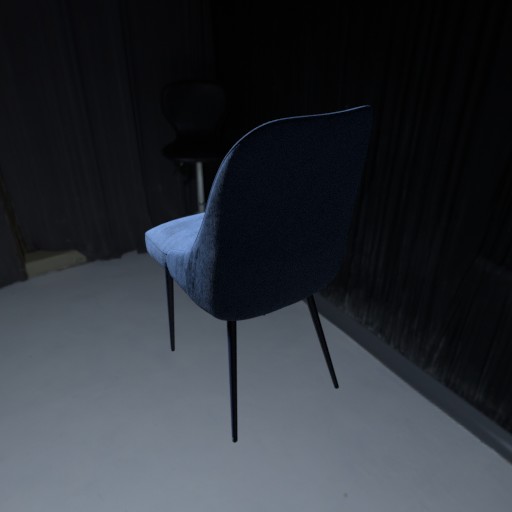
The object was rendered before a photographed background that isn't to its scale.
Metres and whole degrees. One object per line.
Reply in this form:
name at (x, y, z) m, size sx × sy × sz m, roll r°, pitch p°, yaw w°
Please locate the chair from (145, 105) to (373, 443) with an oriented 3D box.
chair at (0.000, 0.000, 1.252) m, size 0.478 × 0.896 × 0.559 m, roll -18°, pitch 35°, yaw -27°
